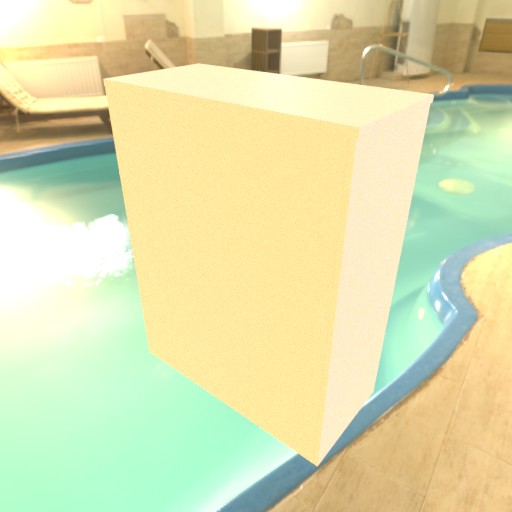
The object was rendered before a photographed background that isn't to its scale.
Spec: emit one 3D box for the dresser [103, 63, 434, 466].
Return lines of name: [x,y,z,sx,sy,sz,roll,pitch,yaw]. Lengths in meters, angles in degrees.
dresser: [0.000,0.000,1.429,0.800,1.040,0.380,23,38,33]
